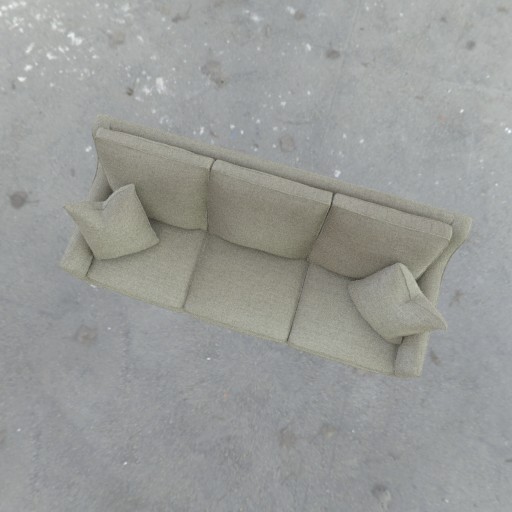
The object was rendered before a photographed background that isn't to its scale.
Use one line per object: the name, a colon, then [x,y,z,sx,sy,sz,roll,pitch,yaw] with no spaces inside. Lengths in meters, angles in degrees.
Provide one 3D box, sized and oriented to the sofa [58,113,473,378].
sofa: [0.000,0.000,2.521,2.031,0.914,0.865,16,77,4]
